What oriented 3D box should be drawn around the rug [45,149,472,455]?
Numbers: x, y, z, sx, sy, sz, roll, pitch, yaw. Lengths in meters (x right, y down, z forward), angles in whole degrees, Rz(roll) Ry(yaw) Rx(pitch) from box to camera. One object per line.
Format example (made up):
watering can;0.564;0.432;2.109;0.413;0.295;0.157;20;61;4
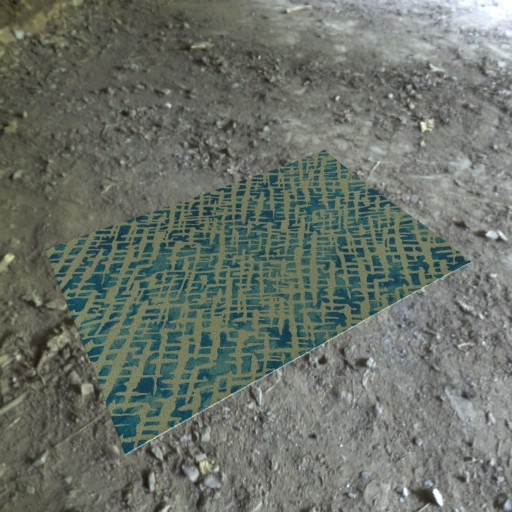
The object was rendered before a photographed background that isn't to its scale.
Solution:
rug;0.000;0.000;2.273;1.830;0.011;1.209;-24;50;-21
